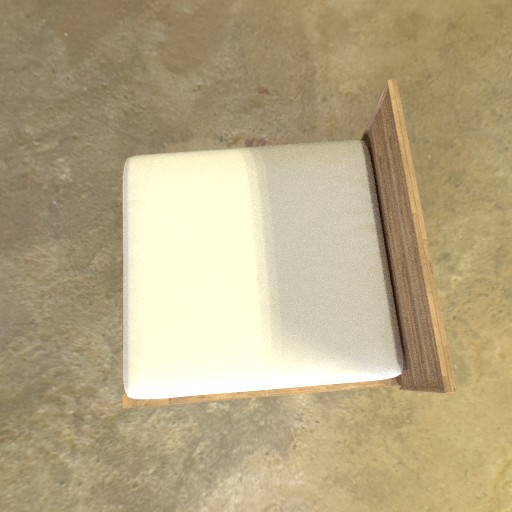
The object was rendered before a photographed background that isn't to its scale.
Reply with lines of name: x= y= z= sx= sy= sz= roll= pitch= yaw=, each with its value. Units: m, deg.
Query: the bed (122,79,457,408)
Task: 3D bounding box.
bed: x=0.000 y=0.000 z=3.342 sx=2.167 sy=1.100 sz=2.116 roll=-4 pitch=75 yaw=-1
